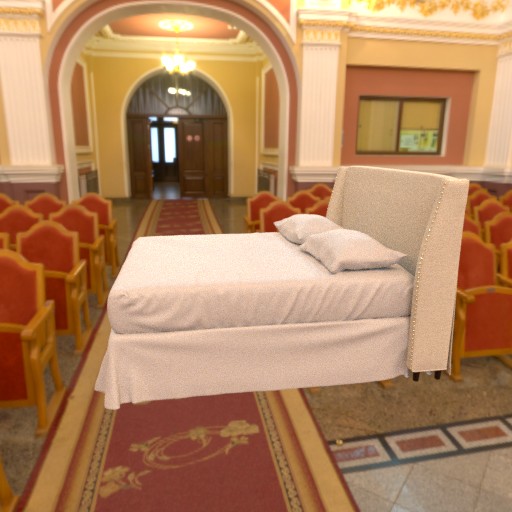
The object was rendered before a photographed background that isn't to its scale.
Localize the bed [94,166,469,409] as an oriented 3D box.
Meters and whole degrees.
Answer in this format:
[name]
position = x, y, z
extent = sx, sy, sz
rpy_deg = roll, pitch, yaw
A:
[bed]
position = 0.000, 0.000, 3.488
extent = 2.276, 1.332, 1.925
rpy_deg = -2, 14, -9
